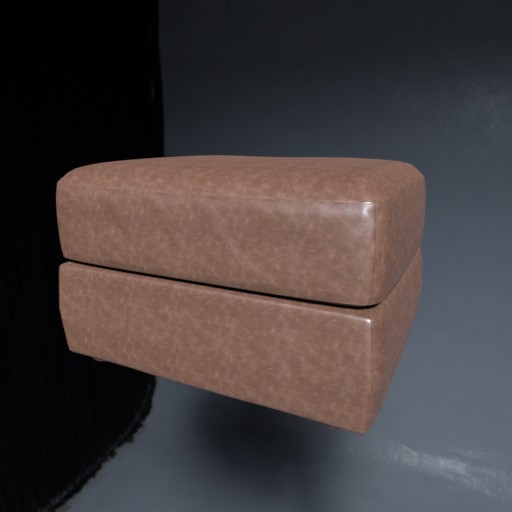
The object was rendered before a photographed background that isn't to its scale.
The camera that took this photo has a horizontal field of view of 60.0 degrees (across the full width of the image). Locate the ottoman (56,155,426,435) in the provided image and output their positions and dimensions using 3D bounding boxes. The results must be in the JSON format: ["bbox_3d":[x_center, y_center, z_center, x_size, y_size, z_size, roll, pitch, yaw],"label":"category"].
[{"bbox_3d":[0.000,0.000,1.101,0.751,0.476,0.603,7,16,26],"label":"ottoman"}]
